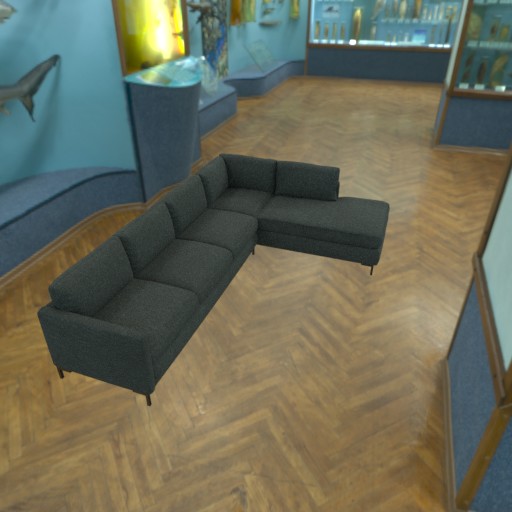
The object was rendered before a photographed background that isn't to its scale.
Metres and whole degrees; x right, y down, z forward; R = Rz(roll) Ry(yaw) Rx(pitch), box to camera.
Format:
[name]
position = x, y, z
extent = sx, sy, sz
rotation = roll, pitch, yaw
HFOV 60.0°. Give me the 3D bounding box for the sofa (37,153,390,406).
[sofa]
position = 0.000, 0.000, 3.846
extent = 2.007, 0.815, 2.949
rotation = 11, 33, 17
